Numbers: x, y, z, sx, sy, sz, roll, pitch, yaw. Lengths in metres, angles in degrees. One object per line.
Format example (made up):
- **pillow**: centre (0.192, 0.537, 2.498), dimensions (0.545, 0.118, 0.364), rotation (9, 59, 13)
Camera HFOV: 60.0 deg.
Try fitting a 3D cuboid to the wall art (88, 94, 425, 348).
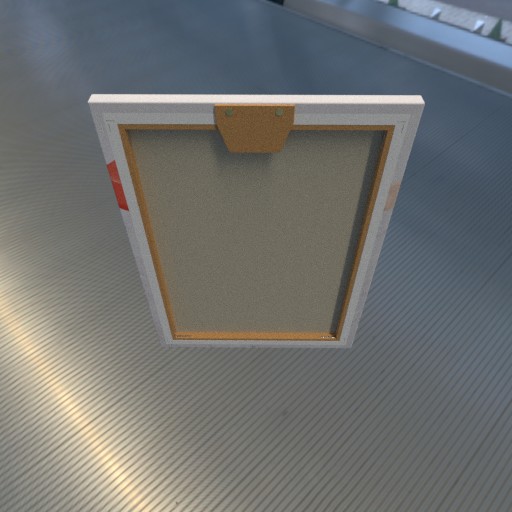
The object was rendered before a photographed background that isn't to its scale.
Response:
- **wall art**: centre (0.000, 0.000, 1.123), dimensions (0.613, 0.848, 0.036), rotation (0, 47, 0)
